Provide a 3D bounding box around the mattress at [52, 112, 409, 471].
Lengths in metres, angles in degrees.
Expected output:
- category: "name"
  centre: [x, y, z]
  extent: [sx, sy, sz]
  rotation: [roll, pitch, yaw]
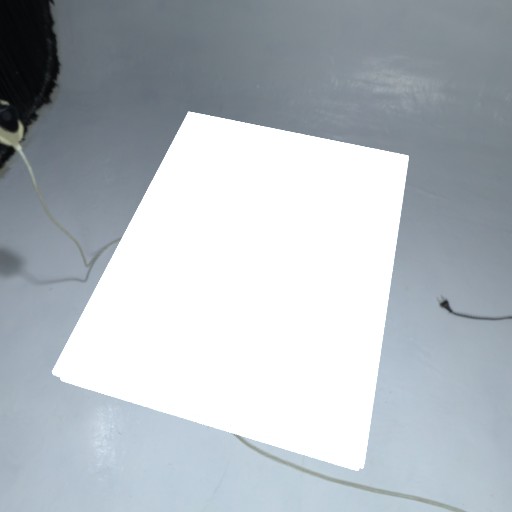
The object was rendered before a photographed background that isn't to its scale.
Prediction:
- category: "mattress"
  centre: [0.000, 0.000, 2.701]
  extent: [1.600, 0.200, 2.000]
  rotation: [14, 60, 8]
